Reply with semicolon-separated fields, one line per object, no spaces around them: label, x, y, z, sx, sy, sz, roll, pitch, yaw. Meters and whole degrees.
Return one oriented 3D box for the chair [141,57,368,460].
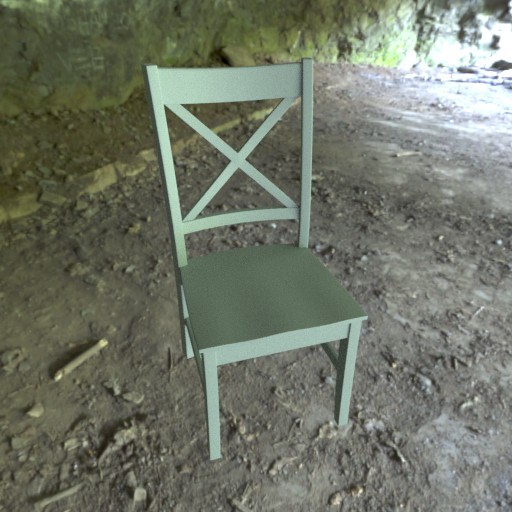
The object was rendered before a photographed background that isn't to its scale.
chair;0.000;0.000;1.279;0.485;0.983;0.542;-9;32;-14
